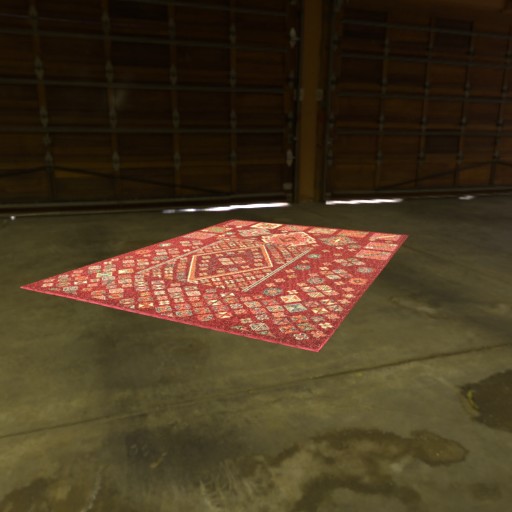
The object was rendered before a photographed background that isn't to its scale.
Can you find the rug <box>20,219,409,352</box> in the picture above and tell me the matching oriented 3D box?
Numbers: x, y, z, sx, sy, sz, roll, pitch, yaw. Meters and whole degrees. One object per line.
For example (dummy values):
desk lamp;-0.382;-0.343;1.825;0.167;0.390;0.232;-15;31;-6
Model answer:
rug;0.000;0.000;2.845;1.579;0.007;2.184;7;16;26
